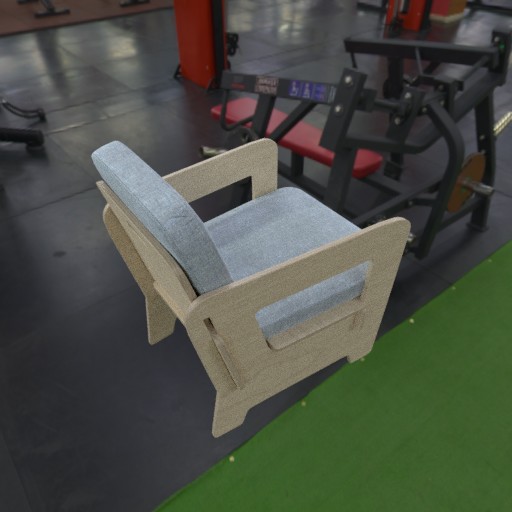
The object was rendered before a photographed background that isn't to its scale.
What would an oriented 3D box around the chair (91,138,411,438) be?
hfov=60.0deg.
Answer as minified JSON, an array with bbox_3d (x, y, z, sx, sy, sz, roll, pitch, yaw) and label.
[{"bbox_3d":[0.000,0.000,1.318,0.710,0.800,0.590,-25,46,-27],"label":"chair"}]
